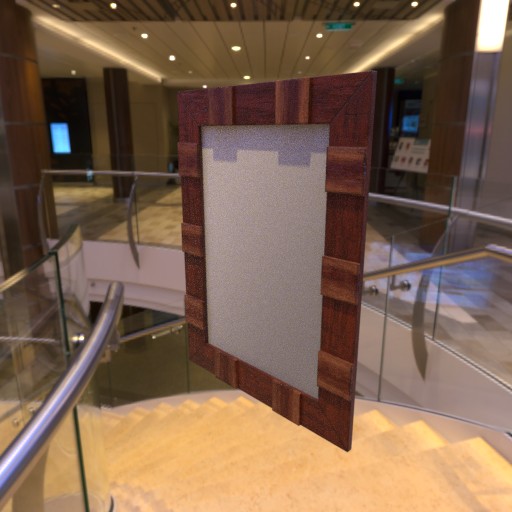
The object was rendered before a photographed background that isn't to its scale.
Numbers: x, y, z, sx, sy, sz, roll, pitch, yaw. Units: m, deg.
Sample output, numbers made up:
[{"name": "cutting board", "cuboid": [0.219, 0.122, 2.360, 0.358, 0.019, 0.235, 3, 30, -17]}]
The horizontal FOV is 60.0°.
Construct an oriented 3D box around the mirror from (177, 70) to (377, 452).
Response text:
[{"name": "mirror", "cuboid": [0.000, 0.000, 1.105, 0.021, 0.805, 0.600, -15, 21, -43]}]
